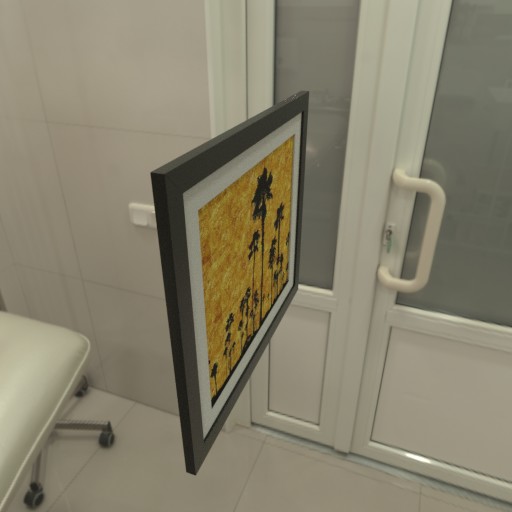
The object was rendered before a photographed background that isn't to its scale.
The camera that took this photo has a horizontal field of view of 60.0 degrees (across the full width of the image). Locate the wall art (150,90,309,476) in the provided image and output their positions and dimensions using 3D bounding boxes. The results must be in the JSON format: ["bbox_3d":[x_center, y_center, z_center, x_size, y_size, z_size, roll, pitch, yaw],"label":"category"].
[{"bbox_3d":[0.000,0.000,0.546,0.012,0.332,0.383,11,31,18],"label":"wall art"}]
